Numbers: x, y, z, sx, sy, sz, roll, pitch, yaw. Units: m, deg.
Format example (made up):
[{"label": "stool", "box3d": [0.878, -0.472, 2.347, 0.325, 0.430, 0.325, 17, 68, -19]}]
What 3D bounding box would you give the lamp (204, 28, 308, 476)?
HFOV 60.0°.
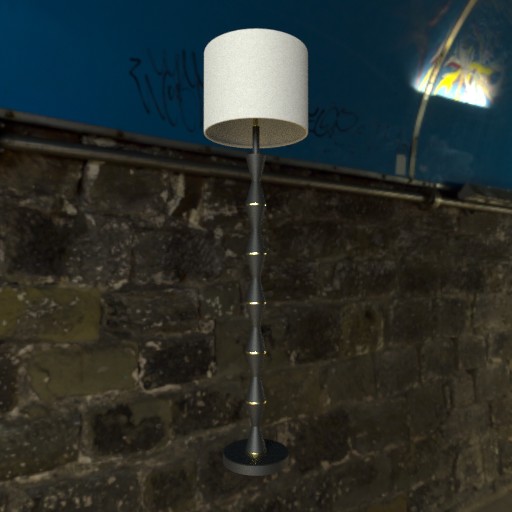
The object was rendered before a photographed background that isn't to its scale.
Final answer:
[{"label": "lamp", "box3d": [0.000, 0.000, 1.622, 0.381, 1.480, 0.381, 0, -1, -18]}]
